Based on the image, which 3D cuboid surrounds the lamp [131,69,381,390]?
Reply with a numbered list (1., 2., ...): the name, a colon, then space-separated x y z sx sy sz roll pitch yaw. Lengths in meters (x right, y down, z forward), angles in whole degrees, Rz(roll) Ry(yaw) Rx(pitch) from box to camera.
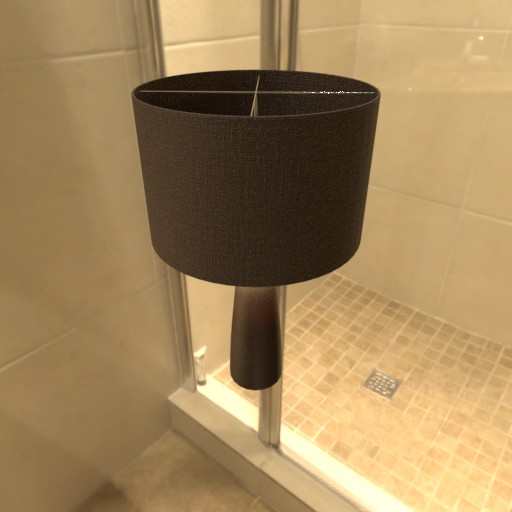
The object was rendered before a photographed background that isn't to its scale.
1. lamp: 0.000 0.000 0.677 0.303 0.488 0.303 0 31 0
